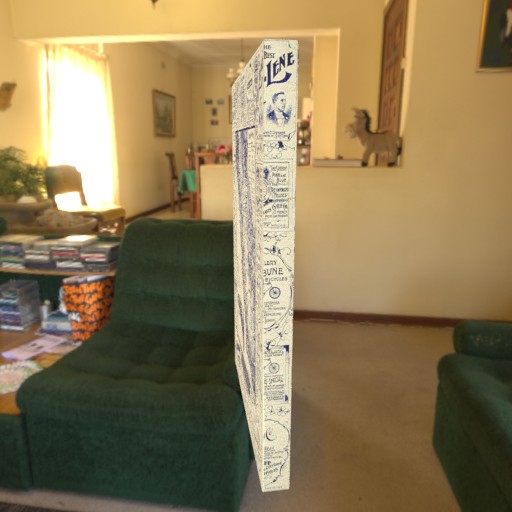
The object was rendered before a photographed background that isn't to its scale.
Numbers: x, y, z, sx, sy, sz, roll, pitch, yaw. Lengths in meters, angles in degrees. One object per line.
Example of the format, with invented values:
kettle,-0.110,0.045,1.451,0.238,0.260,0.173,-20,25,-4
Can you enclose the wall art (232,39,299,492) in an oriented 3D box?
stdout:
wall art,0.000,0.000,0.766,0.040,0.601,0.408,-2,14,-8
